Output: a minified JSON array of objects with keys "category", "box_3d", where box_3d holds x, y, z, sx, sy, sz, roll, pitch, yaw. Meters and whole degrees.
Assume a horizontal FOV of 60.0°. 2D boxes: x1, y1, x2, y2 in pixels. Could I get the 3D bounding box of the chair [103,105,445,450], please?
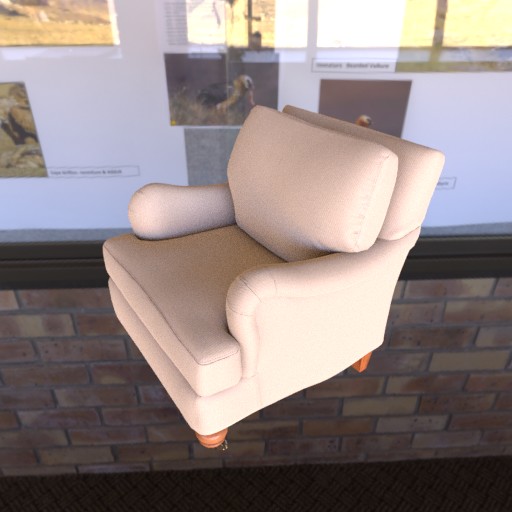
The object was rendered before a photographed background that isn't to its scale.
[{"category":"chair","box_3d":[0.000,0.000,1.867,1.070,1.038,0.955,-20,37,-29]}]
